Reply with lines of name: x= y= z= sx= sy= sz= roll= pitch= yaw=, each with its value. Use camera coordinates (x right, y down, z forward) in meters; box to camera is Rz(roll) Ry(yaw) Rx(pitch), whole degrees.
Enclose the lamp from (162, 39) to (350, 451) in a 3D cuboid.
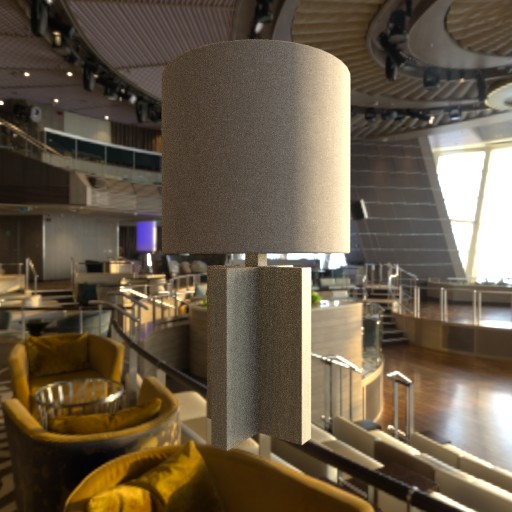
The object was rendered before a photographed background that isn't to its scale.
lamp: x=0.000 y=0.000 z=0.550 sx=0.229 sy=0.428 sz=0.229 roll=0 pitch=1 yaw=35
